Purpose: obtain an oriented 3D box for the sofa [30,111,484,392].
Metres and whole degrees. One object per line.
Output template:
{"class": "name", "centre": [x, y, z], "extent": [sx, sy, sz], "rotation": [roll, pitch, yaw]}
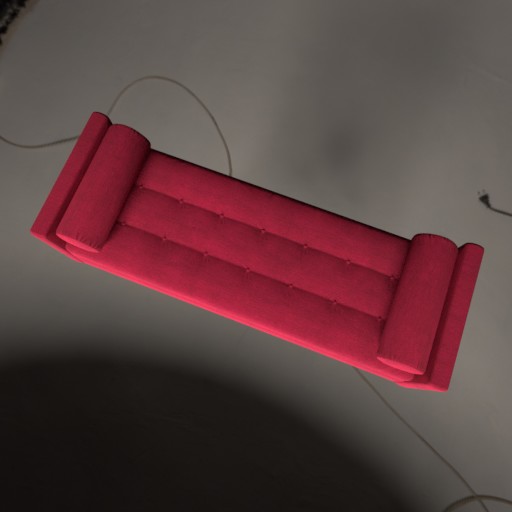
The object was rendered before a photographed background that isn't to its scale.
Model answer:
{"class": "sofa", "centre": [0.000, 0.000, 2.311], "extent": [1.981, 0.635, 0.686], "rotation": [20, 77, 5]}
